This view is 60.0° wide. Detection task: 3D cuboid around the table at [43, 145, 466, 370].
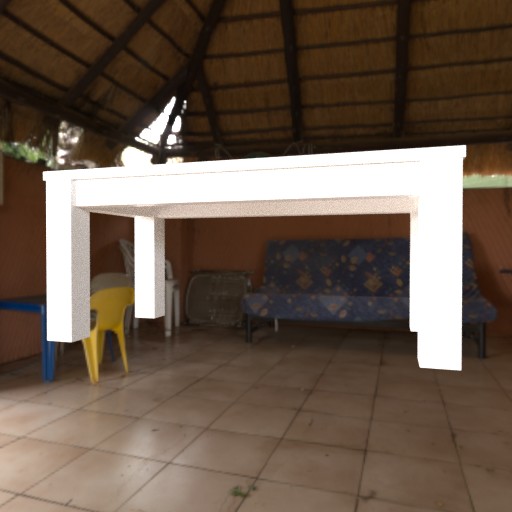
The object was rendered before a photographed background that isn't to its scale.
[{"bbox_3d":[0.000,0.000,2.237,1.800,0.790,0.900,0,1,17],"label":"table"}]
